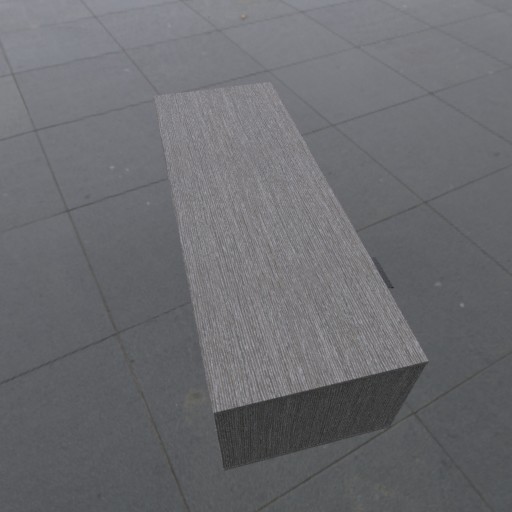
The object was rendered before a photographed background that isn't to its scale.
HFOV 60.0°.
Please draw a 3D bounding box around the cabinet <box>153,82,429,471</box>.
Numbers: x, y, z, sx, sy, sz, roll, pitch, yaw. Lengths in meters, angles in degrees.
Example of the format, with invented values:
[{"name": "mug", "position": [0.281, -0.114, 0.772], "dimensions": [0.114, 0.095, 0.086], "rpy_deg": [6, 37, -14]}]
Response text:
[{"name": "cabinet", "position": [0.000, 0.000, 1.570], "dimensions": [0.500, 0.599, 1.300], "rpy_deg": [-11, 49, -9]}]
